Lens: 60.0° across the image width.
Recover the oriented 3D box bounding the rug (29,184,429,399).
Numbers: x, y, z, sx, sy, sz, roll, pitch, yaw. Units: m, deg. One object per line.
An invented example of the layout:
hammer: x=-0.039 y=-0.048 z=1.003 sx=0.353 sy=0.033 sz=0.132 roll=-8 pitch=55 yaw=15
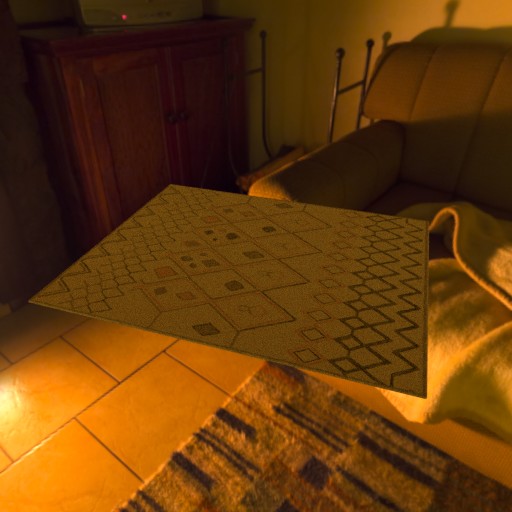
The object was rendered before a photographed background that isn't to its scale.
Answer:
rug: x=0.000 y=0.000 z=4.126 sx=3.050 sy=0.016 sz=2.441 roll=10 pitch=34 yaw=15
